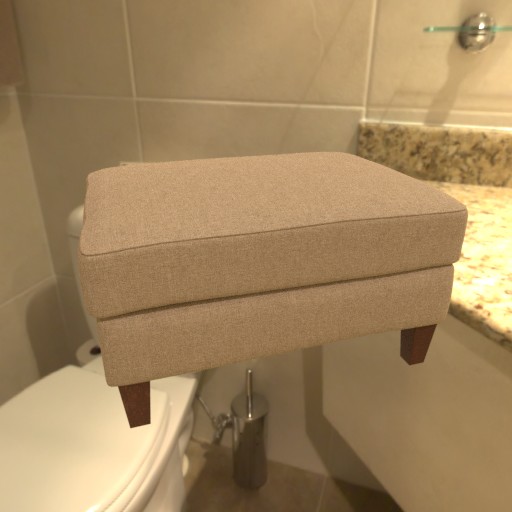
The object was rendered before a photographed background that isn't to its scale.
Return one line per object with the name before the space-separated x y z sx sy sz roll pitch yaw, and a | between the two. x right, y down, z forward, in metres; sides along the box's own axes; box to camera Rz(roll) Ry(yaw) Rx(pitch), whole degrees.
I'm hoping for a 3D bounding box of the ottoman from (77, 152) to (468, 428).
ottoman | 0.000 0.000 1.288 0.898 0.519 0.677 -8 26 -16
